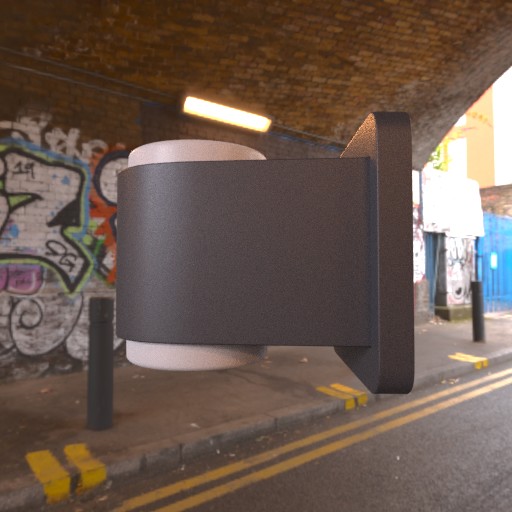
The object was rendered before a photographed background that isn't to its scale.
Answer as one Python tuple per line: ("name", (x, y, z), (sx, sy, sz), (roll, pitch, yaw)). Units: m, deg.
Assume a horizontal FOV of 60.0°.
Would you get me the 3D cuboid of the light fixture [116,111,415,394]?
("light fixture", (0.000, 0.000, 0.215), (0.132, 0.109, 0.109), (0, -2, 1))
